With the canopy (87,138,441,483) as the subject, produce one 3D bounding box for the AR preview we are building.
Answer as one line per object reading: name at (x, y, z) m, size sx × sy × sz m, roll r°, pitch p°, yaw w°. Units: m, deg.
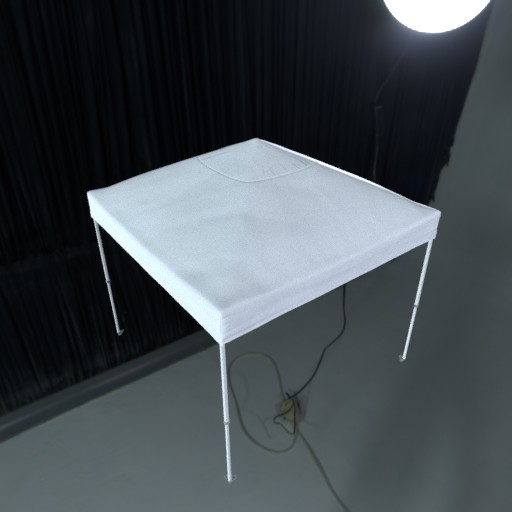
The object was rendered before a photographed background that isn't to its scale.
canopy at (0.000, 0.000, 5.597) m, size 2.998 × 2.997 × 2.996 m, roll -22°, pitch 37°, yaw -31°
